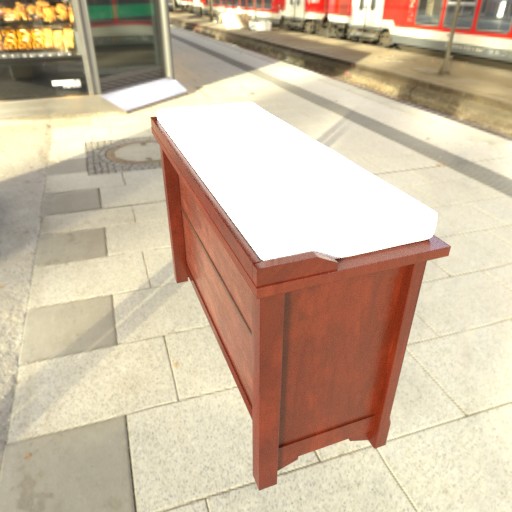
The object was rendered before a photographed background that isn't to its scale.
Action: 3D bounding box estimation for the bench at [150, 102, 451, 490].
[{"bbox_3d":[0.000,0.000,1.262,0.369,0.646,0.987,-11,33,-18],"label":"bench"}]
